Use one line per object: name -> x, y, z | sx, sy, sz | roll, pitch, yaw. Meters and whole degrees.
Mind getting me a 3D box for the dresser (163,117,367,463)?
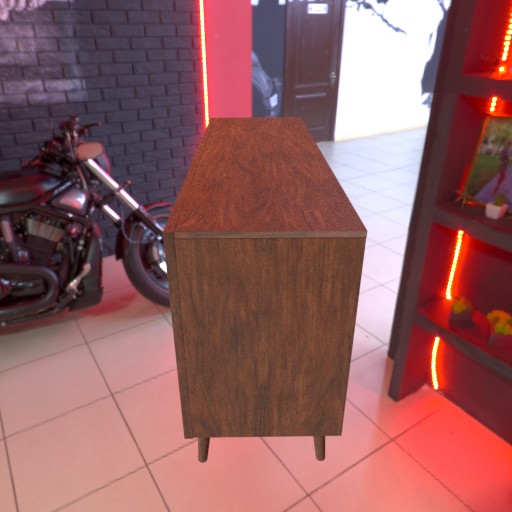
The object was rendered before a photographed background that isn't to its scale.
dresser -> 0.000, 0.000, 1.895 | 0.500, 0.889, 1.472 | 0, 27, -1
